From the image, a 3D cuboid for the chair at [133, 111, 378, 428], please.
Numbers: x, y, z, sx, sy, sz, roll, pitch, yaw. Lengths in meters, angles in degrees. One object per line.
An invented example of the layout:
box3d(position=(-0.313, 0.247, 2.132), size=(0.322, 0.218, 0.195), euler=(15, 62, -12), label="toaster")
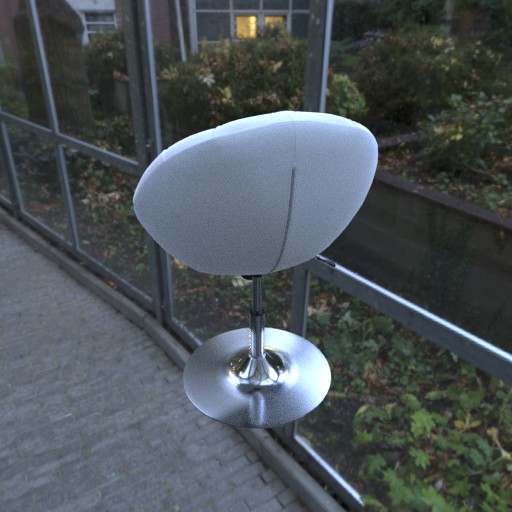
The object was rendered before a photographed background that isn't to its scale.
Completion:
box3d(position=(0.000, 0.000, 1.869), size=(0.940, 1.261, 0.736), euler=(-9, 28, -16), label="chair")
